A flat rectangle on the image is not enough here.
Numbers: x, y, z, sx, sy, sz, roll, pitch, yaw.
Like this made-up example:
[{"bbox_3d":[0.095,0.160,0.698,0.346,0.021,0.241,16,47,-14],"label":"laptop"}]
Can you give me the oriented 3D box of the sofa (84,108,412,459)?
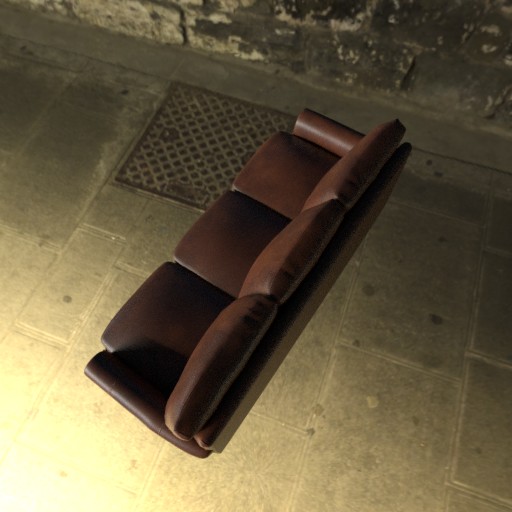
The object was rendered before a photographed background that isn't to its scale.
[{"bbox_3d":[0.000,0.000,2.843,0.973,0.977,2.351,32,68,14],"label":"sofa"}]
